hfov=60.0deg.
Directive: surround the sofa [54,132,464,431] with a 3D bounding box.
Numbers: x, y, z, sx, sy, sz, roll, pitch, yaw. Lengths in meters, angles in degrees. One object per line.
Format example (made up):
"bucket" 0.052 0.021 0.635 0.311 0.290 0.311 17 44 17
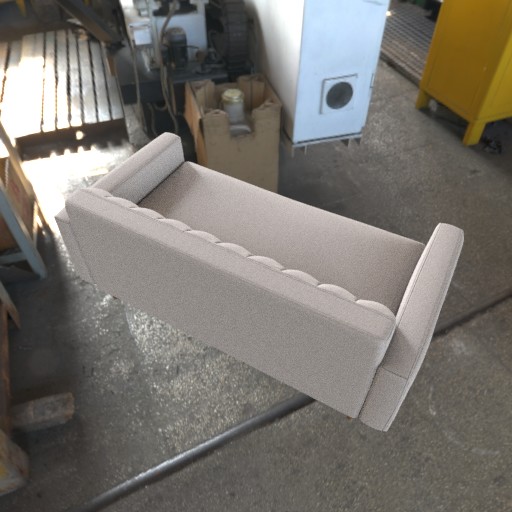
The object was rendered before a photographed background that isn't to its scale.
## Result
"sofa" 0.000 0.000 2.409 1.895 0.814 0.969 22 50 20
